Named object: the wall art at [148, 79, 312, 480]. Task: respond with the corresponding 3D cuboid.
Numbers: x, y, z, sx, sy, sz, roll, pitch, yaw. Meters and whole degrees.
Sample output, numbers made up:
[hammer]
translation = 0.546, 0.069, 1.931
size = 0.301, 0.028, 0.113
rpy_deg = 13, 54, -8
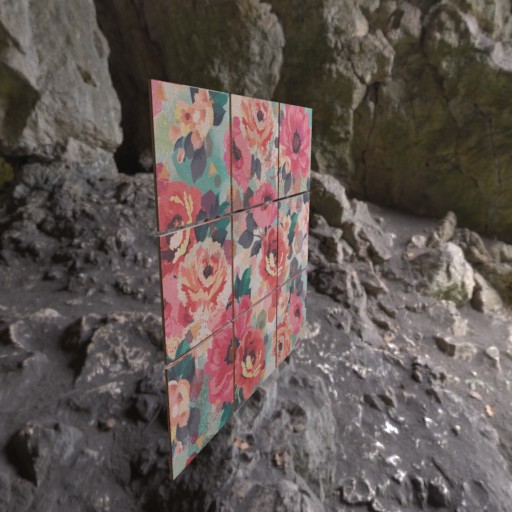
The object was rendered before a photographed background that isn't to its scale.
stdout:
[wall art]
translation = 0.000, 0.000, 2.264
size = 0.013, 1.519, 1.521
rpy_deg = 7, 16, 26
